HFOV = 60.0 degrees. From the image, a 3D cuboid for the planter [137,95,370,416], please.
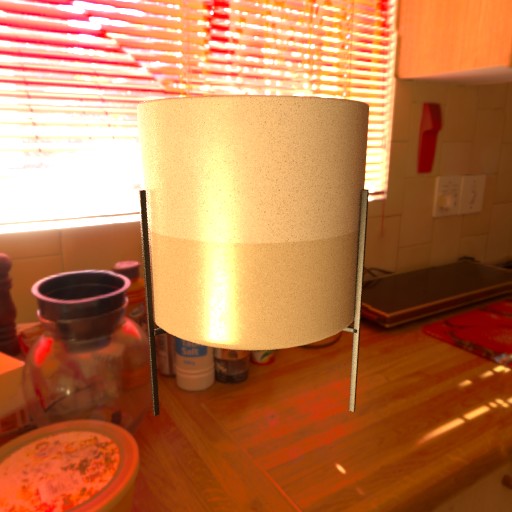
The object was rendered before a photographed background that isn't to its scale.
[{"bbox_3d":[0.000,0.000,0.754,0.368,0.484,0.359,8,16,27],"label":"planter"}]
